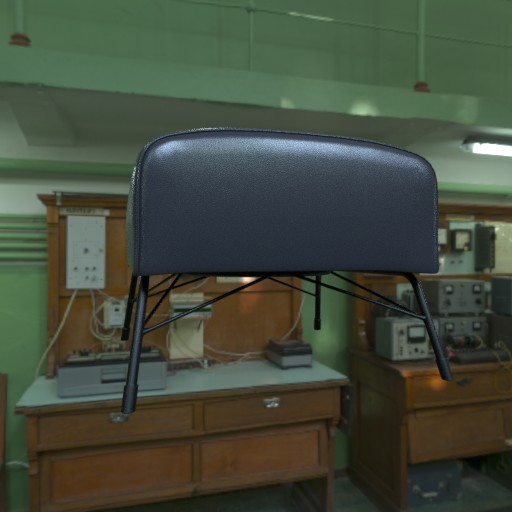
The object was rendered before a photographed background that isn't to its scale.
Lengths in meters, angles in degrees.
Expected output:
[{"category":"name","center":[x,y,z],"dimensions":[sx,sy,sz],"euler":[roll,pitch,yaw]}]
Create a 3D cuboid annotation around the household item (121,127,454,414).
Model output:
[{"category":"household item","center":[0.000,0.000,0.907],"dimensions":[0.530,0.410,0.530],"euler":[0,0,-17]}]
